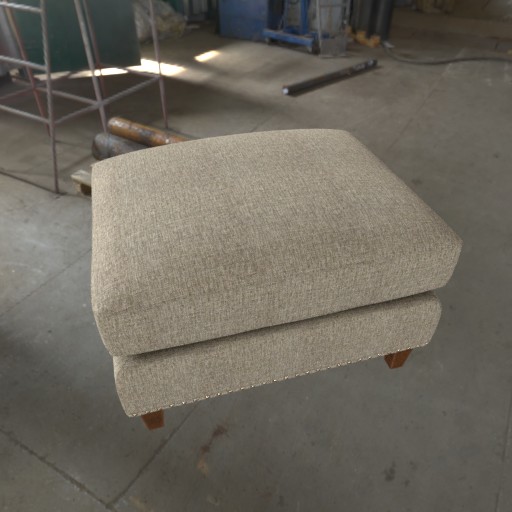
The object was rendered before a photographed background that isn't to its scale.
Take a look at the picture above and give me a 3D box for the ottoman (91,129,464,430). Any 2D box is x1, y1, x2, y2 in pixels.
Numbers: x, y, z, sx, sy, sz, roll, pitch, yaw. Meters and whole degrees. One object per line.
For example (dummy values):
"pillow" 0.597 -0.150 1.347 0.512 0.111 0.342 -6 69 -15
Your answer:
"ottoman" 0.000 0.000 1.142 0.741 0.513 0.584 -10 41 -12
